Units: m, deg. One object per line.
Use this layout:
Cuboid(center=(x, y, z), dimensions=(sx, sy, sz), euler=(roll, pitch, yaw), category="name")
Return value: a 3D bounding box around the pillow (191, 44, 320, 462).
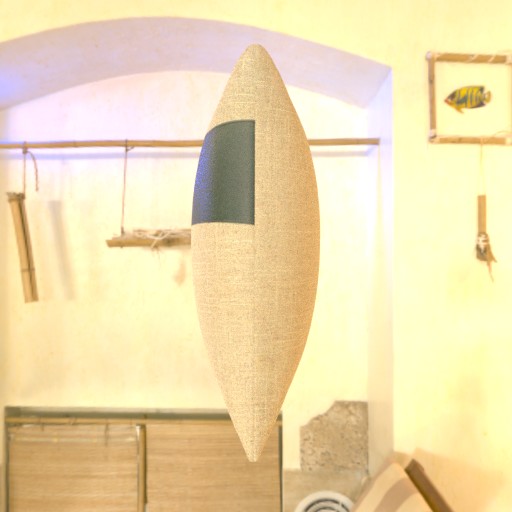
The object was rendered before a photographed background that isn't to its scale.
Cuboid(center=(0.000, 0.000, 0.622), dimensions=(0.173, 0.399, 0.414), euler=(0, -1, 0), category="pillow")
